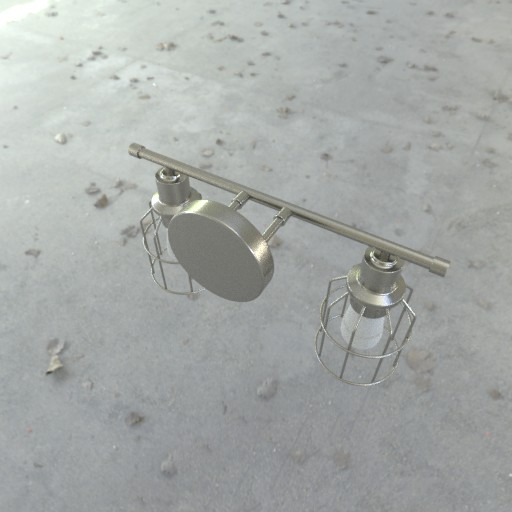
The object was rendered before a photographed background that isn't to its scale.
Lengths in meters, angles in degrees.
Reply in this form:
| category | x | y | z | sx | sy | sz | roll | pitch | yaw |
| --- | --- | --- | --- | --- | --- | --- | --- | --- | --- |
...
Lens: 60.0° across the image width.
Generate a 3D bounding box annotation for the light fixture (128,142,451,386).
| category | x | y | z | sx | sy | sz | roll | pitch | yaw |
| --- | --- | --- | --- | --- | --- | --- | --- | --- | --- |
| light fixture | 0.000 | 0.000 | 0.541 | 0.406 | 0.254 | 0.165 | 24 | 51 | 21 |
